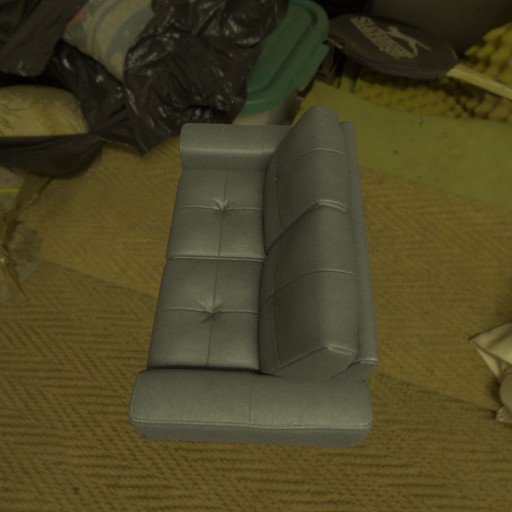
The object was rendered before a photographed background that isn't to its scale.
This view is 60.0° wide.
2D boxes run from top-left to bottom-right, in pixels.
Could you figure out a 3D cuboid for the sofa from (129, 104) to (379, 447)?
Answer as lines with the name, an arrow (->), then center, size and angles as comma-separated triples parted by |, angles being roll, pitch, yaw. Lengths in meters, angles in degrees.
sofa -> 0.000, 0.000, 2.323 | 1.018, 0.907, 1.806 | 2, 58, 1
